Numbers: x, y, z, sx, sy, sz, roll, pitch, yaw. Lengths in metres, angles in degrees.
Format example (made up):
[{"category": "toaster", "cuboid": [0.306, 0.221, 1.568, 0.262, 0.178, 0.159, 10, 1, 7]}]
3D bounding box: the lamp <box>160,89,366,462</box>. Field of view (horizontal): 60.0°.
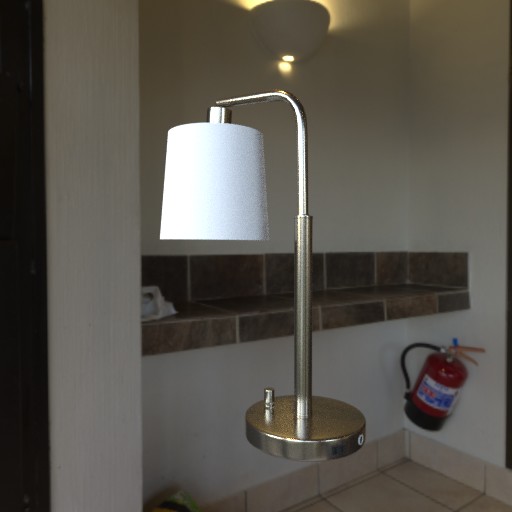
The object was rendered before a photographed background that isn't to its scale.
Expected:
[{"category": "lamp", "cuboid": [0.000, 0.000, 0.656, 0.333, 0.489, 0.171, 1, 2, 37]}]
